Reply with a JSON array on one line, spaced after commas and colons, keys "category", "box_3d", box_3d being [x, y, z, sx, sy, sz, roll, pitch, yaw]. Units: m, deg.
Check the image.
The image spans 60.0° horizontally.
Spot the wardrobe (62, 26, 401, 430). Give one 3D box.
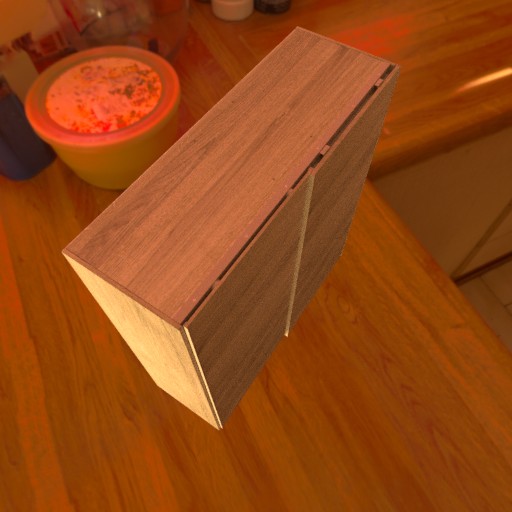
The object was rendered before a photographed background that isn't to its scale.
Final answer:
[{"category": "wardrobe", "box_3d": [0.000, 0.000, 2.844, 0.629, 1.960, 1.780, 30, 63, 17]}]
